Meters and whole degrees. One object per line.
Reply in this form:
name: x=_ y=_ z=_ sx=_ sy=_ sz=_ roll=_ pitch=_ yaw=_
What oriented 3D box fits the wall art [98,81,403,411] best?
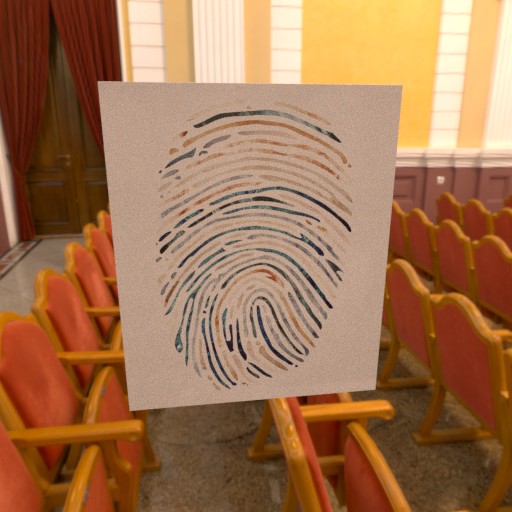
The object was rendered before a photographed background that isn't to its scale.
wall art: x=0.000 y=0.000 z=0.835 sx=0.508 sy=0.606 sz=0.037 roll=-2 pitch=17 yaw=-8
